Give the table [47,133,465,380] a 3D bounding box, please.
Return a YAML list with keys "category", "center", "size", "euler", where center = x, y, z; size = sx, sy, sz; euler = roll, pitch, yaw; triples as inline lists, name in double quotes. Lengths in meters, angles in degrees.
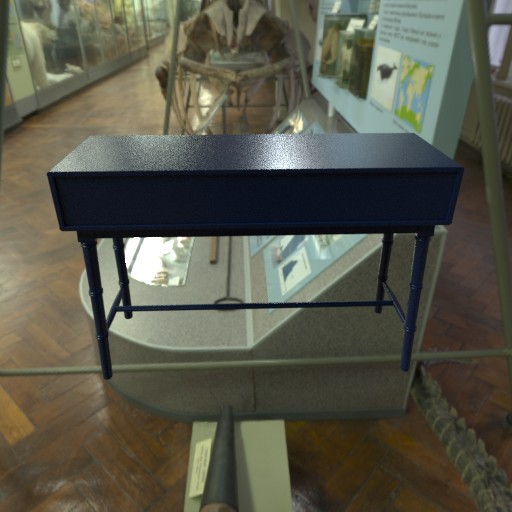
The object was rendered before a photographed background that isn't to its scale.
- category: "table"
  center: [0.000, 0.000, 1.535]
  size: [1.118, 0.749, 0.399]
  euler: [-1, 29, -2]
